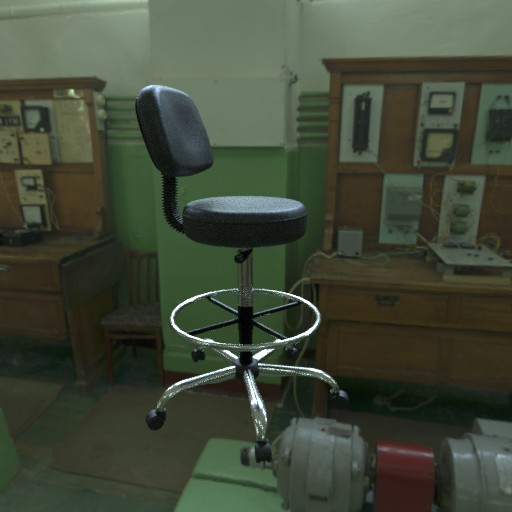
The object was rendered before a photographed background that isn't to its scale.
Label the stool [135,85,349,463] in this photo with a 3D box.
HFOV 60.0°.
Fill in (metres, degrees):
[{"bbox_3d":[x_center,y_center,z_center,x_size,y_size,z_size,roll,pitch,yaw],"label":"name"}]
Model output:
[{"bbox_3d":[0.000,0.000,1.477,0.658,1.069,0.694,3,15,10],"label":"stool"}]
